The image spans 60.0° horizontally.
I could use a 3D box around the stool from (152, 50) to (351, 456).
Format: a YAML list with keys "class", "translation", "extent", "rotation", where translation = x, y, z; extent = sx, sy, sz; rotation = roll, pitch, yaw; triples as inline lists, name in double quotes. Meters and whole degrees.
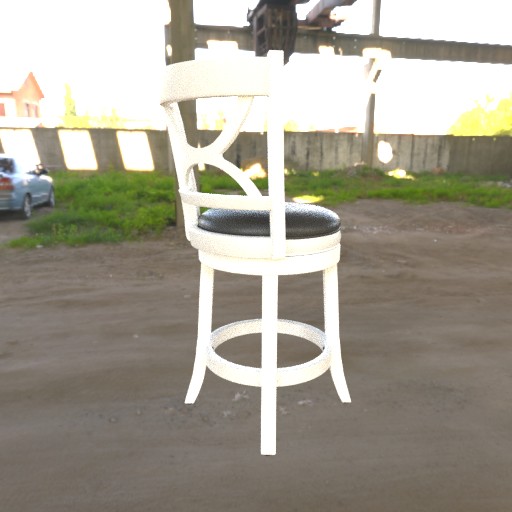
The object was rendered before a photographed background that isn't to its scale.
- class: "stool"
  translation: [0.000, 0.000, 1.233]
  extent: [0.508, 0.953, 0.444]
  rotation: [-13, 18, -43]
